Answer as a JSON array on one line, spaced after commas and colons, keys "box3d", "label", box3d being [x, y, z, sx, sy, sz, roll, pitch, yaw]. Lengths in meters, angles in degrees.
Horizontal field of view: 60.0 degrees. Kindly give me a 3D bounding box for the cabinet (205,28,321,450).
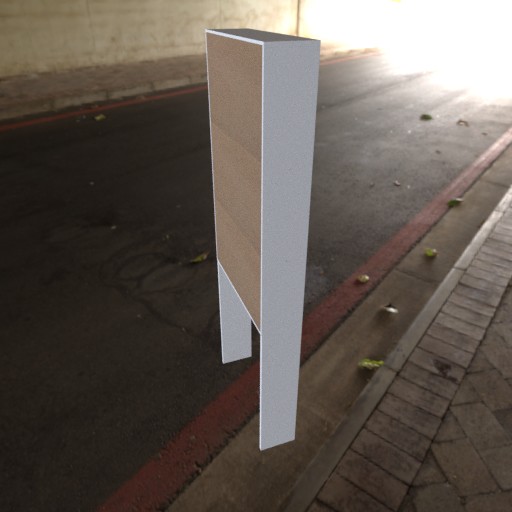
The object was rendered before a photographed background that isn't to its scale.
[{"box3d": [0.000, 0.000, 1.971, 0.192, 1.770, 0.643, -10, 32, -17], "label": "cabinet"}]
